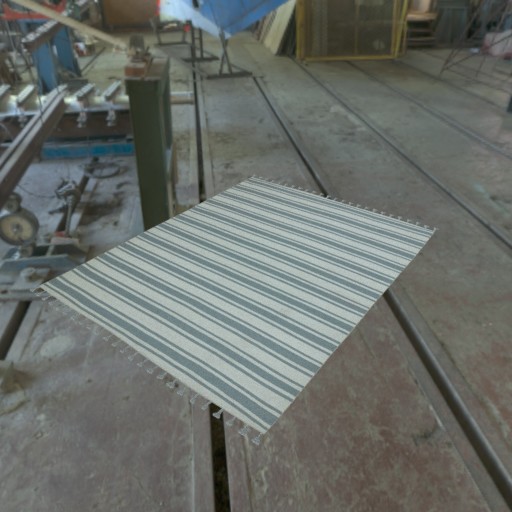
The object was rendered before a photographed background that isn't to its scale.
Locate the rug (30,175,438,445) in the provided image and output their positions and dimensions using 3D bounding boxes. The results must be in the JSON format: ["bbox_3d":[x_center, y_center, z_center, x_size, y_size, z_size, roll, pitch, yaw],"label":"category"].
[{"bbox_3d":[0.000,0.000,4.222,2.439,0.005,3.201,22,39,30],"label":"rug"}]
